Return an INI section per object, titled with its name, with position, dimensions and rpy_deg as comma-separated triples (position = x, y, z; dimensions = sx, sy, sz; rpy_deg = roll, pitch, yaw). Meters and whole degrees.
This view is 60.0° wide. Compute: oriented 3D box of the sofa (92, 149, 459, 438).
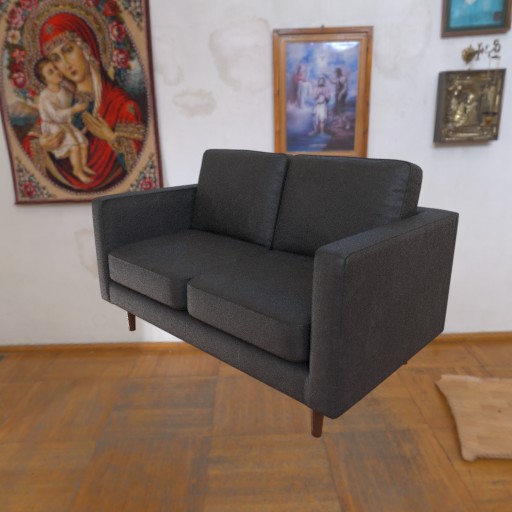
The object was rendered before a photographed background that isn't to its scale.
[sofa]
position = 0.000, 0.000, 2.012
dimensions = 1.430, 0.899, 0.879
rpy_deg = 15, 23, 41
